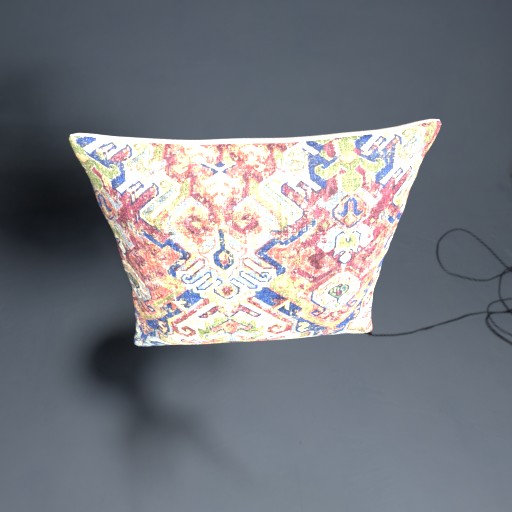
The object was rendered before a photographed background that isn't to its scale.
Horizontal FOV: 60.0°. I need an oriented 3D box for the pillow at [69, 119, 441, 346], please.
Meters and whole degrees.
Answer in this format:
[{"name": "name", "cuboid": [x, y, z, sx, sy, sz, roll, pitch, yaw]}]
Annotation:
[{"name": "pillow", "cuboid": [0.000, 0.000, 0.789, 0.523, 0.506, 0.166, -3, 47, -3]}]
